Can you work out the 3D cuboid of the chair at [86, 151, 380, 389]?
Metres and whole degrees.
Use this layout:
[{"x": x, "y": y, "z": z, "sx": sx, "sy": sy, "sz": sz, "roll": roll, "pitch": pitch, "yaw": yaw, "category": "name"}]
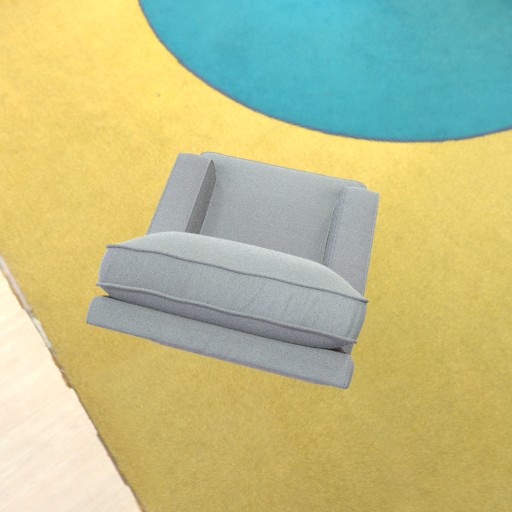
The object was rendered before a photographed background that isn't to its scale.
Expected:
[{"x": 0.000, "y": 0.000, "z": 1.710, "sx": 0.861, "sy": 0.964, "sz": 0.969, "roll": 13, "pitch": 64, "yaw": 6, "category": "chair"}]
